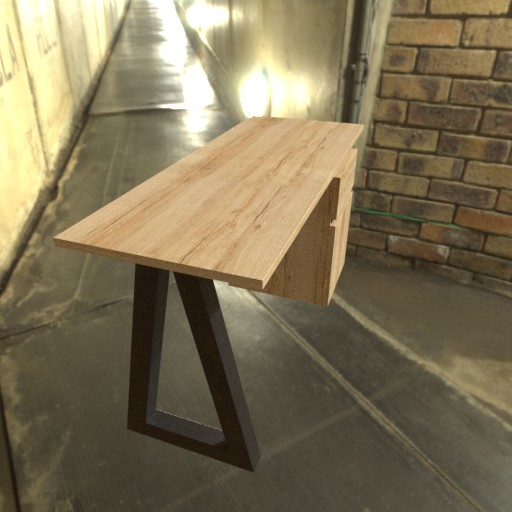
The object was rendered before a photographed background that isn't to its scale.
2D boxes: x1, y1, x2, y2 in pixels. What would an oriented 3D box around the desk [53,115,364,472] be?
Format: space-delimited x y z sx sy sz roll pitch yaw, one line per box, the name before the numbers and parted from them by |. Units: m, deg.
desk | 0.000 0.000 1.770 0.550 0.760 1.400 11 32 17
